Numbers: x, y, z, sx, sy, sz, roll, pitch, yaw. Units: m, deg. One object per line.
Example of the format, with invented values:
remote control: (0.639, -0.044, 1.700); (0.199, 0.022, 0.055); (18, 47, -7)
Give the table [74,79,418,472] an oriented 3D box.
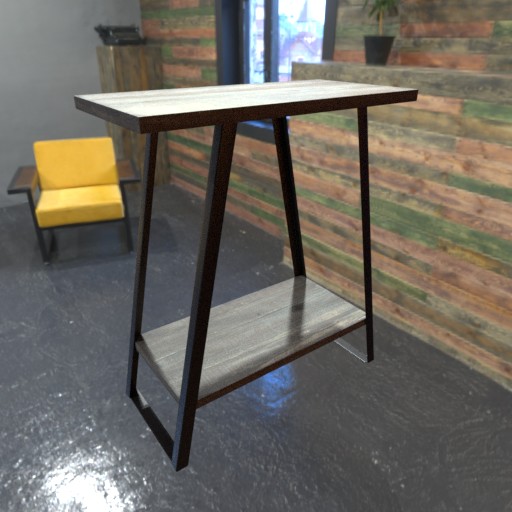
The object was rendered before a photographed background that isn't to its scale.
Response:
table: (0.000, 0.000, 1.005); (0.599, 0.701, 0.300); (-18, 31, -32)
